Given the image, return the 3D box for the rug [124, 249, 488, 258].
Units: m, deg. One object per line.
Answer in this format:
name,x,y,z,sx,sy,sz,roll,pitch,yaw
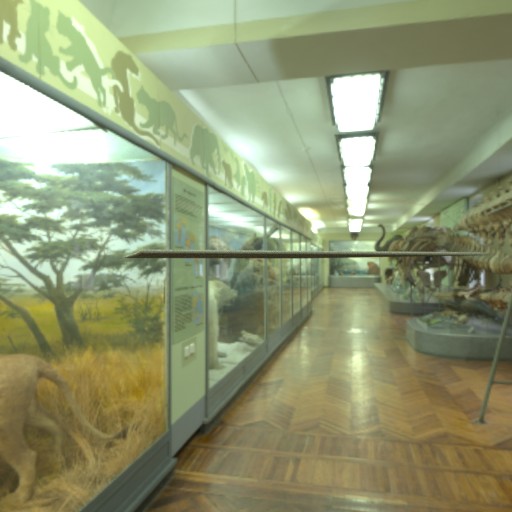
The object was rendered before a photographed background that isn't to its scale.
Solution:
rug,0.000,0.000,2.906,1.608,0.014,2.213,0,-1,-18
